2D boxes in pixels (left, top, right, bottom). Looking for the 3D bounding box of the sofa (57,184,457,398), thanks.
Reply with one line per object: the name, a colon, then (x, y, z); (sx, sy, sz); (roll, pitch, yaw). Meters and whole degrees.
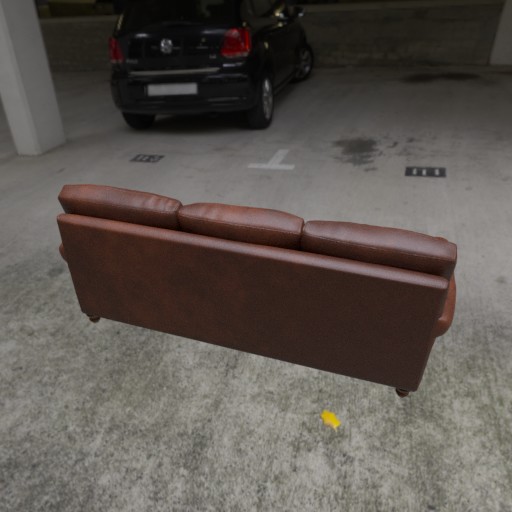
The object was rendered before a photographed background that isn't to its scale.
sofa: (0.000, 0.000, 2.848); (2.351, 0.977, 0.973); (10, 34, 15)
